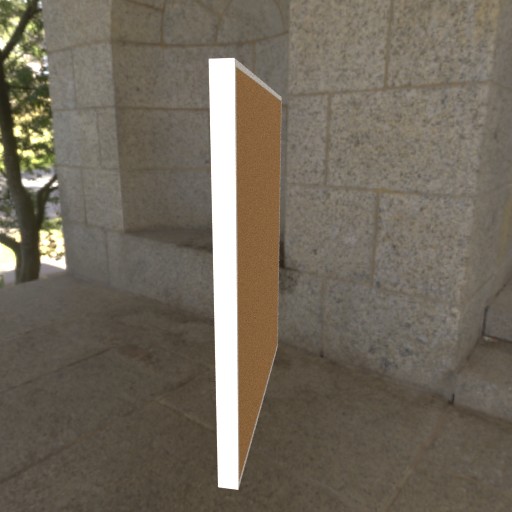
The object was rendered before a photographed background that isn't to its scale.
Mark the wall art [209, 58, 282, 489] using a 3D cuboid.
[{"bbox_3d":[0.000,0.000,0.753,0.030,0.549,0.443,2,15,9],"label":"wall art"}]
